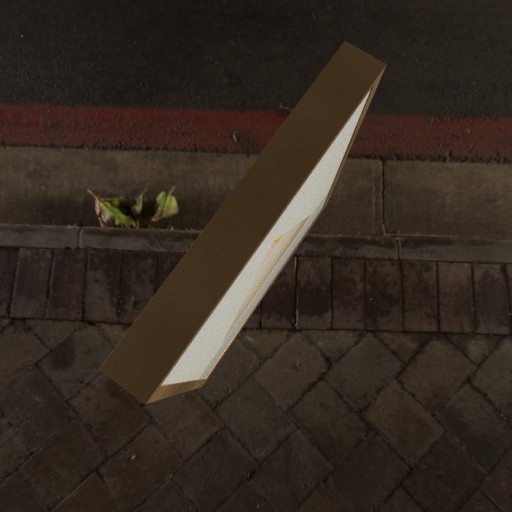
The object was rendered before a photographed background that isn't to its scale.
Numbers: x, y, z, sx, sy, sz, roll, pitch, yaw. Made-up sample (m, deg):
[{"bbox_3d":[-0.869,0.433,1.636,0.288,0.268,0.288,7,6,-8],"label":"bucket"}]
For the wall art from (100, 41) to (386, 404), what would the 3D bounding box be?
[{"bbox_3d":[0.000,0.000,0.463,0.038,0.303,0.305,34,78,8],"label":"wall art"}]
